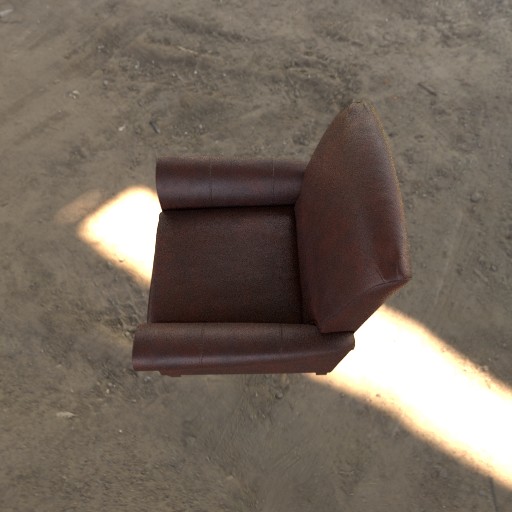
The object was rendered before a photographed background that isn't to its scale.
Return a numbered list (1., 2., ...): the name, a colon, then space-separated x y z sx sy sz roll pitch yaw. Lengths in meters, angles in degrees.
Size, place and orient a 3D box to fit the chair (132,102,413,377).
1. chair: 0.000 0.000 1.842 0.902 1.061 0.978 -1 59 -1
